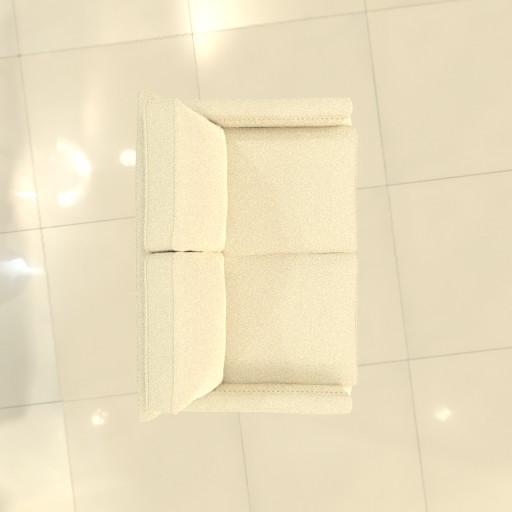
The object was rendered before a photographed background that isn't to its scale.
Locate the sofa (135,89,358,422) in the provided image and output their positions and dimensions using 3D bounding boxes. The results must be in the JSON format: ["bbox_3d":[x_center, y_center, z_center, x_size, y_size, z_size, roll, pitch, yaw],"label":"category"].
[{"bbox_3d":[0.000,0.000,2.340,1.084,1.003,1.597,0,90,0],"label":"sofa"}]
